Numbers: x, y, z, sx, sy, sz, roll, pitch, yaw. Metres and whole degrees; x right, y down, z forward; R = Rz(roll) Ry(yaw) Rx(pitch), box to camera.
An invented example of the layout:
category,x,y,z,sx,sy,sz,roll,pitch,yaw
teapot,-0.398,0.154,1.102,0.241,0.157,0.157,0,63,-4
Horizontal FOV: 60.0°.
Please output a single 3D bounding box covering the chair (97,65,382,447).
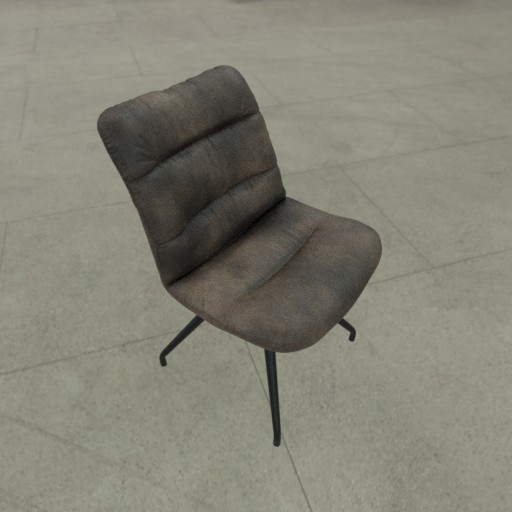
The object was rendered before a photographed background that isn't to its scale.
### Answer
category,x,y,z,sx,sy,sz,roll,pitch,yaw
chair,0.000,0.000,1.279,0.622,0.870,0.549,26,47,27
